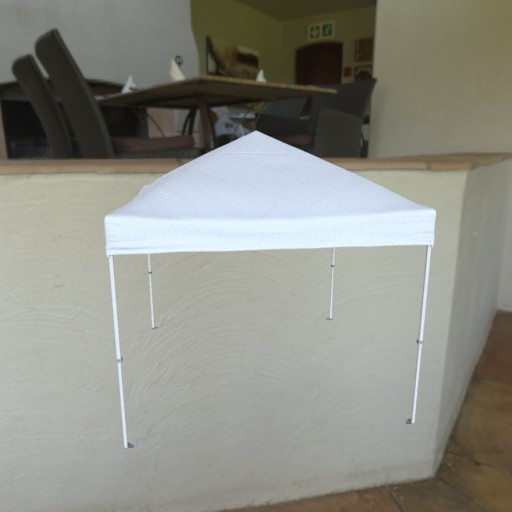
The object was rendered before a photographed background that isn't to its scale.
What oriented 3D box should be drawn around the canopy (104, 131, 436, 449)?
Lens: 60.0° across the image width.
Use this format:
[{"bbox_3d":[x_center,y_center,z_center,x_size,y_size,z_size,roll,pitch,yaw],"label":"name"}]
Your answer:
[{"bbox_3d":[0.000,0.000,5.510,2.998,2.997,2.996,-2,14,-7],"label":"canopy"}]
